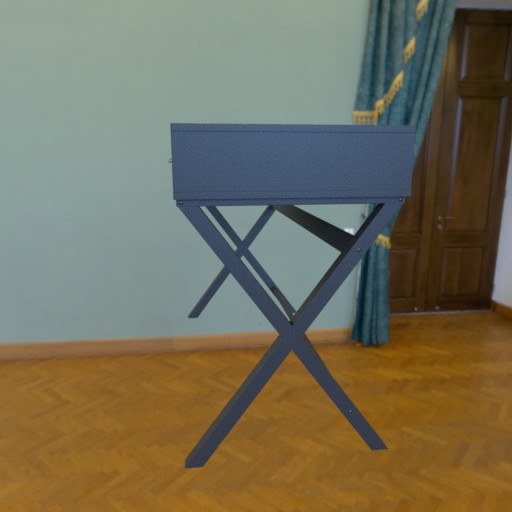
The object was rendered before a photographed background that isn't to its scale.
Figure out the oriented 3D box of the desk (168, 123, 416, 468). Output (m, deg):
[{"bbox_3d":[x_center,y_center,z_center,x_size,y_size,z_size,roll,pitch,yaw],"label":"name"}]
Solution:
[{"bbox_3d":[0.000,0.000,1.484,0.525,0.780,1.057,-2,13,-8],"label":"desk"}]
